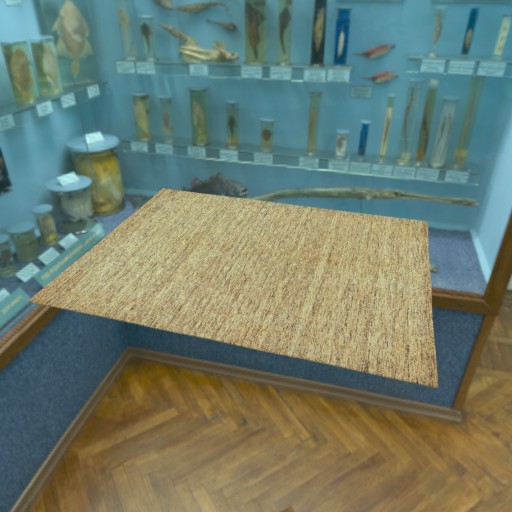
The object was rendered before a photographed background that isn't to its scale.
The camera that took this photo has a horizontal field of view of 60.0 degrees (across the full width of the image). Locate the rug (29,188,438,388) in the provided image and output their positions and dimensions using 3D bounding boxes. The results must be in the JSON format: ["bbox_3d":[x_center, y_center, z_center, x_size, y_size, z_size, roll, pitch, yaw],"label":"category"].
[{"bbox_3d":[0.000,0.000,4.263,3.200,0.012,2.438,9,33,14],"label":"rug"}]
